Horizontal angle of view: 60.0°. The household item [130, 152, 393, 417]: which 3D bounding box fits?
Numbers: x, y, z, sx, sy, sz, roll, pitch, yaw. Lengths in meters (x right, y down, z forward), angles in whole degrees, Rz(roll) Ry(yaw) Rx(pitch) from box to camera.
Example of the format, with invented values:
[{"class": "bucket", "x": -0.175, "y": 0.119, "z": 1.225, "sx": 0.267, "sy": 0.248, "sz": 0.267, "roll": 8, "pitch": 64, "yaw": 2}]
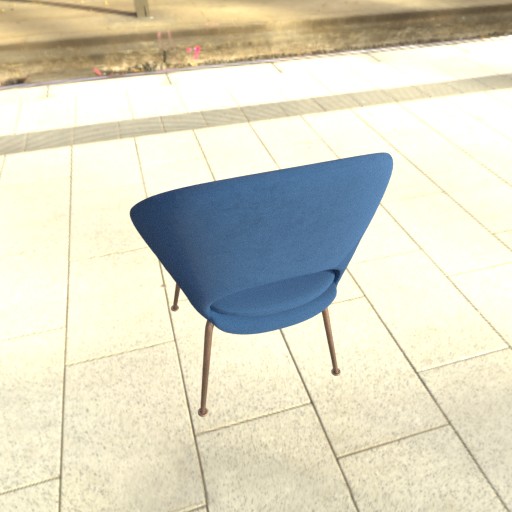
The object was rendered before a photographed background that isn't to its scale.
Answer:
[{"class": "household item", "x": 0.000, "y": 0.000, "z": 1.251, "sx": 0.623, "sy": 0.852, "sz": 0.573, "roll": -13, "pitch": 43, "yaw": -14}]
